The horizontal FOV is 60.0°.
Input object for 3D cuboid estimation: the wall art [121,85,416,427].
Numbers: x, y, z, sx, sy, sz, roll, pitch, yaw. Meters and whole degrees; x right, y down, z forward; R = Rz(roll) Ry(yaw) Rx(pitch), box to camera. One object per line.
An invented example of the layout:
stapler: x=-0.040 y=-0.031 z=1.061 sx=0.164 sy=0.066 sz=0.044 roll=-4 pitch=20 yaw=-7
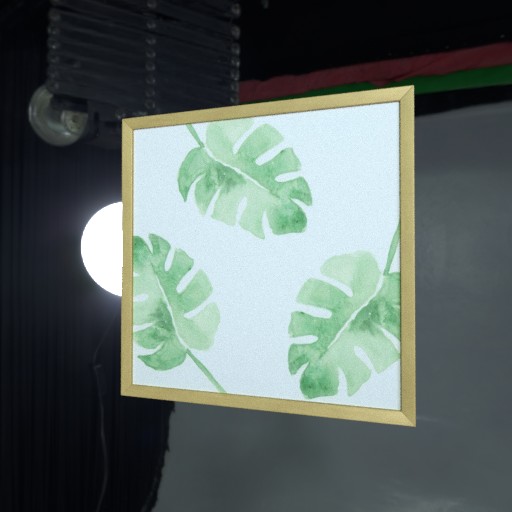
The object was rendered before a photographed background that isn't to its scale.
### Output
wall art: x=0.000 y=0.000 z=0.754 sx=0.508 sy=0.508 sz=0.038 roll=0 pitch=-1 yaw=18
